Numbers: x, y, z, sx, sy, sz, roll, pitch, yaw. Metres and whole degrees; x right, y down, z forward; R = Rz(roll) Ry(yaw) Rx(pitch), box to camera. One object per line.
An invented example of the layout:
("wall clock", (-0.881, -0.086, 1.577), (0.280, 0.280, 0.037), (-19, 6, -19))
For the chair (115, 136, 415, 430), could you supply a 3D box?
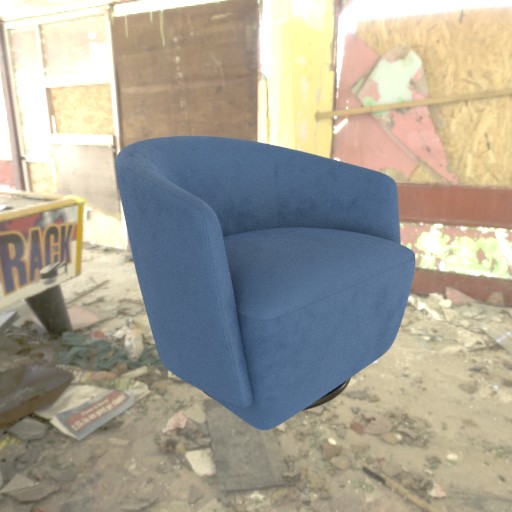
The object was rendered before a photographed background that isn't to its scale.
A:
("chair", (0.000, 0.000, 1.357), (0.773, 0.698, 0.767), (-16, 23, -42))
